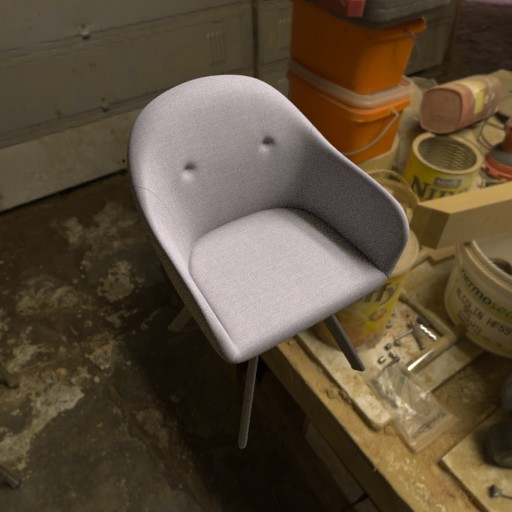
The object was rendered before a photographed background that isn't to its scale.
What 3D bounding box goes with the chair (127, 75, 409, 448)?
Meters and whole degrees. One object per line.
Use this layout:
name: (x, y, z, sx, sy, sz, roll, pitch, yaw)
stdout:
chair: (0.000, 0.000, 1.197, 0.540, 0.780, 0.570, -24, 50, -22)
